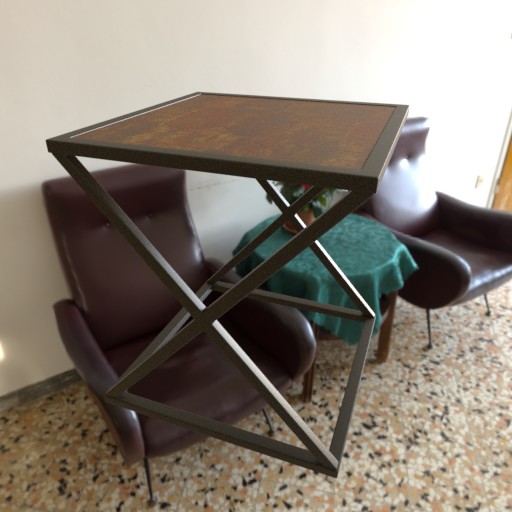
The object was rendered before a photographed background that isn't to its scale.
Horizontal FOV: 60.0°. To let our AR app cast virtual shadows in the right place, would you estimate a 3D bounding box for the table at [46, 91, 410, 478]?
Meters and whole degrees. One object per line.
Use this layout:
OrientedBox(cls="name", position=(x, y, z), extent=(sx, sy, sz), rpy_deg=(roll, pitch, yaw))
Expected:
OrientedBox(cls="table", position=(0.000, 0.000, 0.939), extent=(0.500, 0.565, 0.500), rpy_deg=(10, 30, 18))
